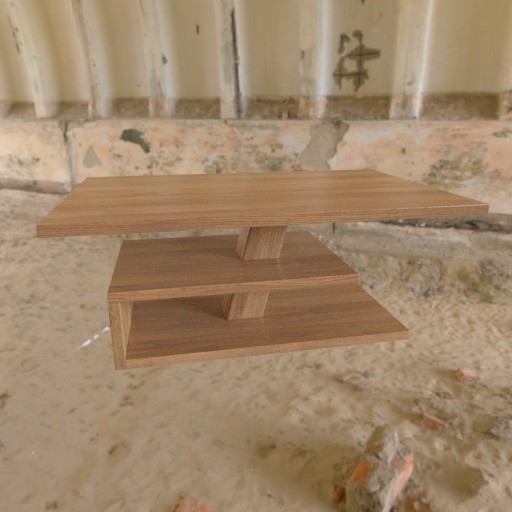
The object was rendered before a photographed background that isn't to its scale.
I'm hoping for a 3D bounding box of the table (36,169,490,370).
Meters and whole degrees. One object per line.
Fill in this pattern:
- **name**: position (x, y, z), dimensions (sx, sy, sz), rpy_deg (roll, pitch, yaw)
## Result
- **table**: position (0.000, 0.000, 1.445), dimensions (1.100, 0.442, 0.700), rpy_deg (-4, 19, -11)
